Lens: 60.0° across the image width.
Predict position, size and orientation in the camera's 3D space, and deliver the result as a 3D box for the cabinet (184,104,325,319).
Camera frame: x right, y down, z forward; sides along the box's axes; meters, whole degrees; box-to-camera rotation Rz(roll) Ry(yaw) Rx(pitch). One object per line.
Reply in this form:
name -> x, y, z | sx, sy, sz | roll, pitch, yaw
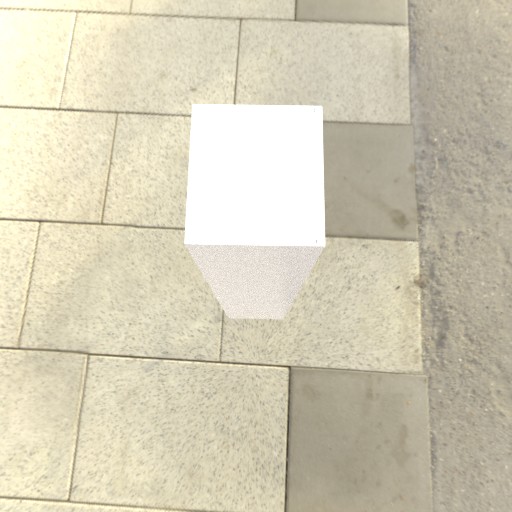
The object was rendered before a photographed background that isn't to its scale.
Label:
cabinet -> 0.000, 0.000, 1.562 | 0.269, 1.400, 0.300 | 1, 76, 0
